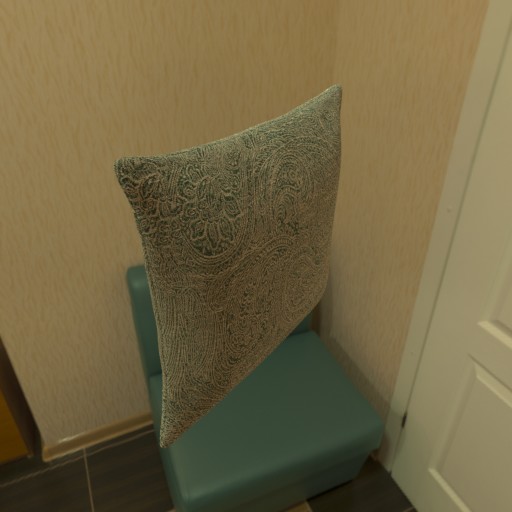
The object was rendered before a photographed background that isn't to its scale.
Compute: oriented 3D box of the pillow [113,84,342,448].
[{"bbox_3d":[0.000,0.000,0.790,0.166,0.507,0.526,21,38,30],"label":"pillow"}]
